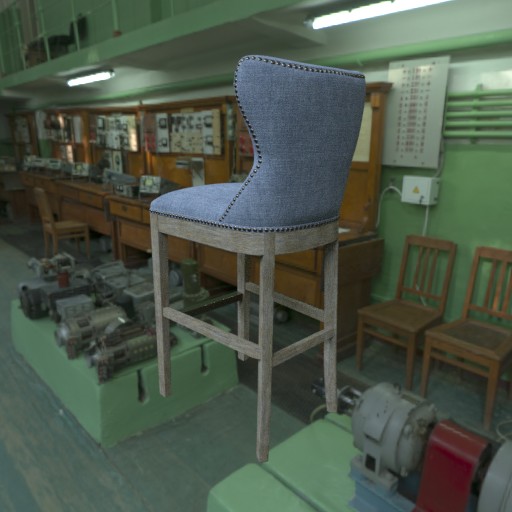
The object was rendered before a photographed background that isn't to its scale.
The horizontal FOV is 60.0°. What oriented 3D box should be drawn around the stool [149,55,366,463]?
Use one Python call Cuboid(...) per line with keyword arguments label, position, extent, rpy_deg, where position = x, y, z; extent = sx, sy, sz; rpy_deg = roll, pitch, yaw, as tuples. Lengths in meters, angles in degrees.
Cuboid(label="stool", position=(0.000, 0.000, 1.453), extent=(0.494, 1.123, 0.606), rpy_deg=(-14, 21, -42))
